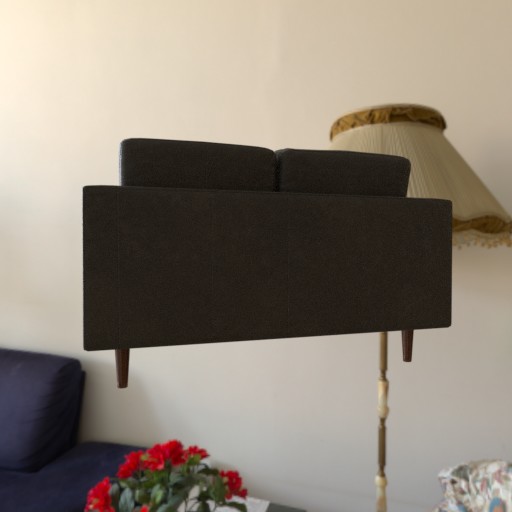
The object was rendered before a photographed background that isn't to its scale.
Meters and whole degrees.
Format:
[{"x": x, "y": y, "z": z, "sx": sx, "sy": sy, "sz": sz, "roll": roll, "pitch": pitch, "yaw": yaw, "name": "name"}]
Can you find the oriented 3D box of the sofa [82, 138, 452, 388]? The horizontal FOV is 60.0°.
[{"x": 0.000, "y": 0.000, "z": 2.035, "sx": 1.430, "sy": 0.899, "sz": 0.879, "roll": 0, "pitch": 1, "yaw": -17, "name": "sofa"}]
